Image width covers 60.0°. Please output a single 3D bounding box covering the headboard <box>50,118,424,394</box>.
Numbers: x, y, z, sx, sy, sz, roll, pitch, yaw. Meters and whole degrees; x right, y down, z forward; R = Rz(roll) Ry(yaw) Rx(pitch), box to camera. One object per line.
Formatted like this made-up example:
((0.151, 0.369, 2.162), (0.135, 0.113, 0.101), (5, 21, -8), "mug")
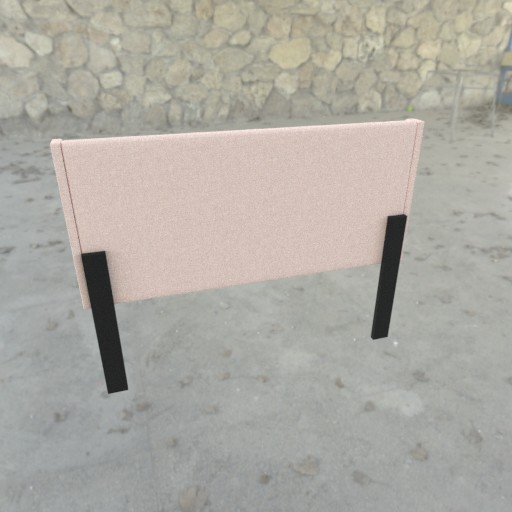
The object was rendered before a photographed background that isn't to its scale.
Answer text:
((0.000, 0.000, 2.724), (2.051, 1.524, 0.184), (-8, 27, -15), "headboard")
